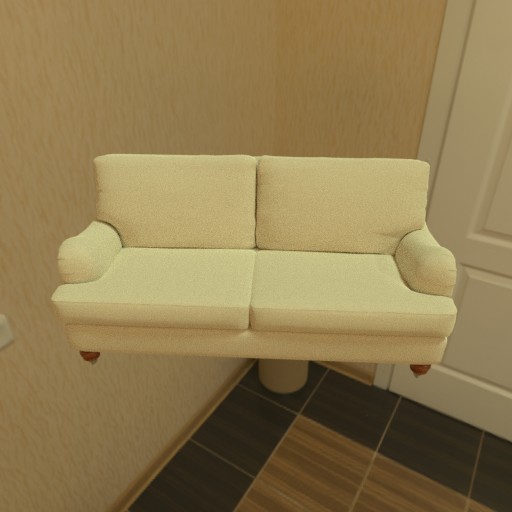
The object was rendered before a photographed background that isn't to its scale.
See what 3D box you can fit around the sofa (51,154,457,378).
[{"bbox_3d":[0.000,0.000,2.715,2.159,1.087,1.086,2,31,3],"label":"sofa"}]
